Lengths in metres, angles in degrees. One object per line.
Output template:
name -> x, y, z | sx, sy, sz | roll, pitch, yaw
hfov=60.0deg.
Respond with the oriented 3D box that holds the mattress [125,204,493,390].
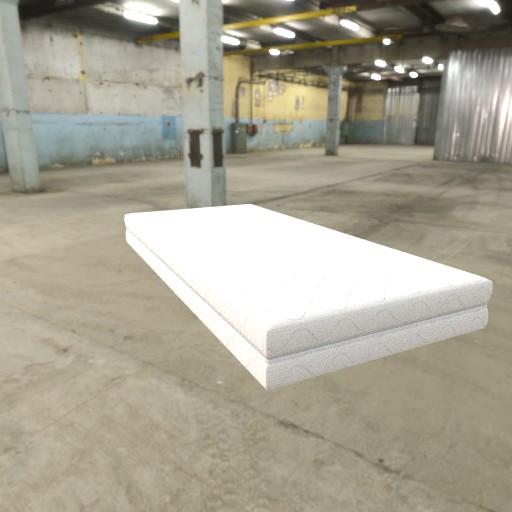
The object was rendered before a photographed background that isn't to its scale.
mattress -> 0.000, 0.000, 2.184 | 0.900, 0.200, 1.900 | -8, 17, -26
